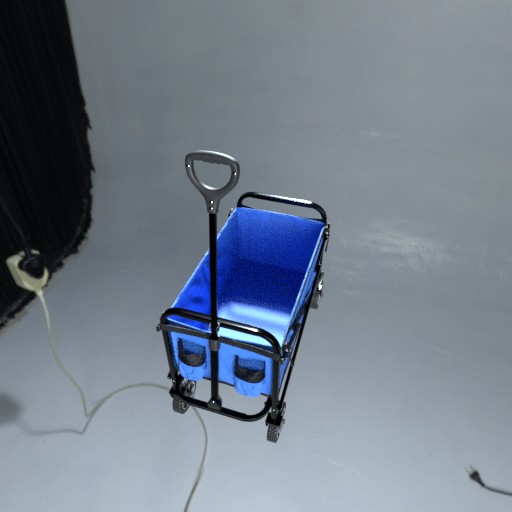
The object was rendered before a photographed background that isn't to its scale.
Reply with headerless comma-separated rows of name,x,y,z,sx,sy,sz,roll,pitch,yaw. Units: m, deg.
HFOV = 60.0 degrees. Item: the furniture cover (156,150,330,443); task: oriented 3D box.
furniture cover,0.000,0.000,1.843,0.532,1.295,1.038,12,41,14
